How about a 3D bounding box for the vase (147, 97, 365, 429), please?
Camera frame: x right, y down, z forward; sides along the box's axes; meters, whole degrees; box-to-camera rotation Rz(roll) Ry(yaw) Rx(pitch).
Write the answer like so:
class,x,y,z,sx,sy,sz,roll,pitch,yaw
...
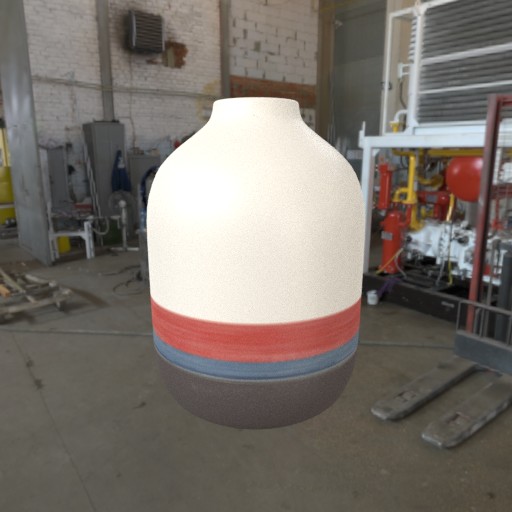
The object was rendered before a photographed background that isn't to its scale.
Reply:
class,x,y,z,sx,sy,sz,roll,pitch,yaw
vase,0.000,0.000,0.359,0.169,0.237,0.169,0,13,0
